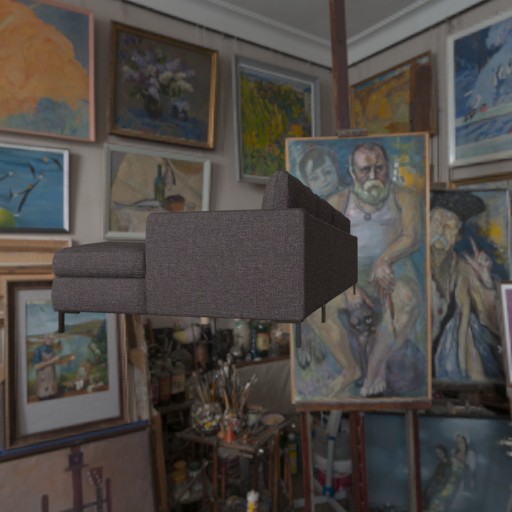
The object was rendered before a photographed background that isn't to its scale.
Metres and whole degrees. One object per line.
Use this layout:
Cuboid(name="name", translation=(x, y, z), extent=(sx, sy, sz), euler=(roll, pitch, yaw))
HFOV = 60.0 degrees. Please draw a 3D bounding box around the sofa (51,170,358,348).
Cuboid(name="sofa", translation=(0.000, 0.000, 3.833), extent=(1.483, 0.892, 3.221), euler=(0, 0, 18))
